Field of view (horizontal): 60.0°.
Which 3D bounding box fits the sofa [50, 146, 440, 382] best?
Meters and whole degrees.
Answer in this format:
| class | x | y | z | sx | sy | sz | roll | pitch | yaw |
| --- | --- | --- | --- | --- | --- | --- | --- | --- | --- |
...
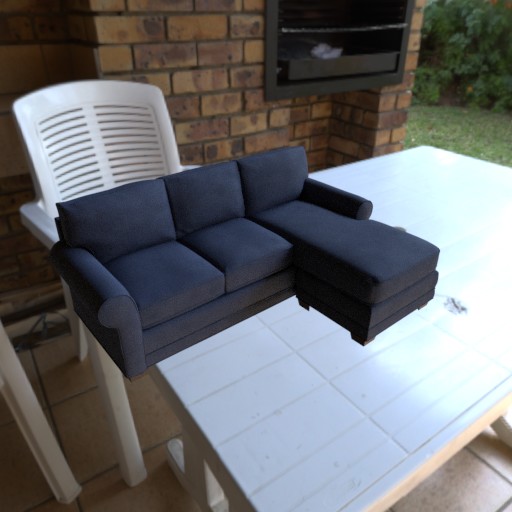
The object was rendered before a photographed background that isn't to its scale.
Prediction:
| class | x | y | z | sx | sy | sz | roll | pitch | yaw |
| --- | --- | --- | --- | --- | --- | --- | --- | --- | --- |
| sofa | 0.000 | 0.000 | 3.409 | 2.567 | 1.063 | 1.780 | -22 | 36 | -34 |
